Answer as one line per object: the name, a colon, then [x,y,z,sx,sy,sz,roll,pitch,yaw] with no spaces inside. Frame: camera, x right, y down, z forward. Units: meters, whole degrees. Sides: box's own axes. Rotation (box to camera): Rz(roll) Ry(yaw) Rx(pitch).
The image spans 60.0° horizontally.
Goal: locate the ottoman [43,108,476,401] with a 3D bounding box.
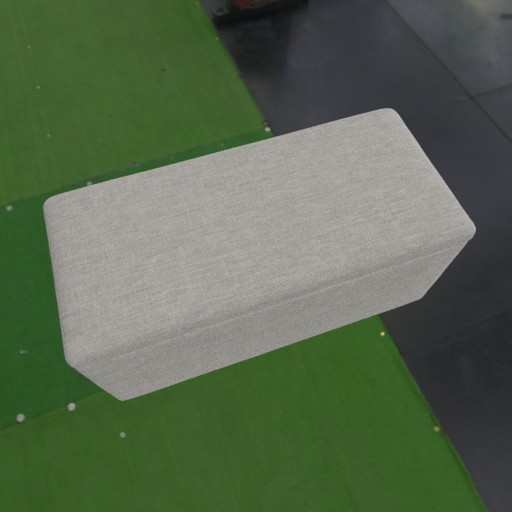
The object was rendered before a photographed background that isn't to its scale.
ottoman: [0.000,0.000,1.138,0.902,0.432,0.419,-17,63,-9]
